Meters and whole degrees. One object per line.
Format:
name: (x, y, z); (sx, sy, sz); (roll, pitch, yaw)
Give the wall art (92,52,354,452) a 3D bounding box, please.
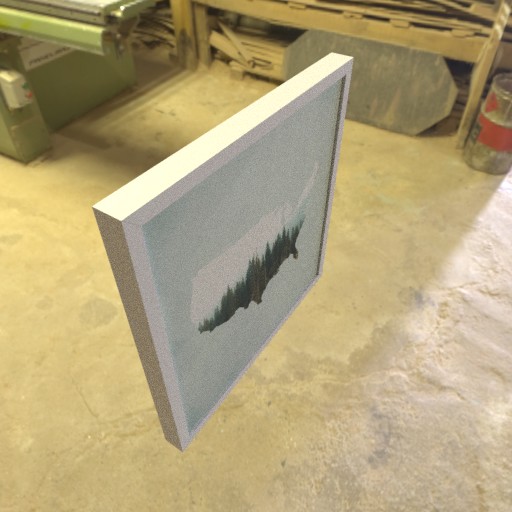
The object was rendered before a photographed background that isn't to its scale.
wall art: (0.000, 0.000, 0.748); (0.040, 0.509, 0.509); (25, 49, 24)
